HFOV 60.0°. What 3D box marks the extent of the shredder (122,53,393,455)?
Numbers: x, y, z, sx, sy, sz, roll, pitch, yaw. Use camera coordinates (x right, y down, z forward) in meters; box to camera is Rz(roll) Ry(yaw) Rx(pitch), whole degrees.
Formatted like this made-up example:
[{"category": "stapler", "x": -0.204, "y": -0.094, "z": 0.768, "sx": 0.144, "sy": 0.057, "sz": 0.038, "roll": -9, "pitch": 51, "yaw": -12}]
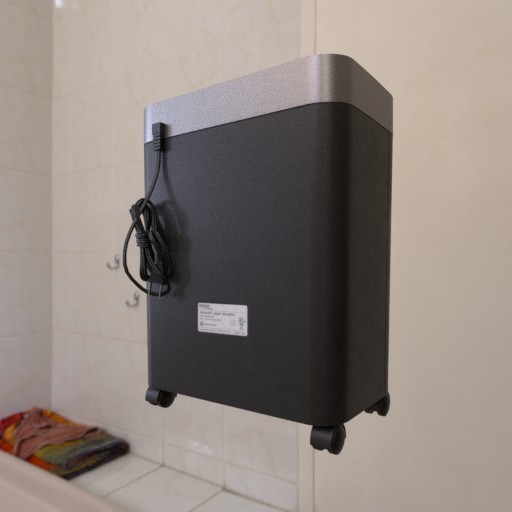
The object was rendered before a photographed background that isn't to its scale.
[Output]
[{"category": "shredder", "x": 0.000, "y": 0.000, "z": 0.588, "sx": 0.311, "sy": 0.419, "sz": 0.237, "roll": -1, "pitch": -1, "yaw": 36}]
